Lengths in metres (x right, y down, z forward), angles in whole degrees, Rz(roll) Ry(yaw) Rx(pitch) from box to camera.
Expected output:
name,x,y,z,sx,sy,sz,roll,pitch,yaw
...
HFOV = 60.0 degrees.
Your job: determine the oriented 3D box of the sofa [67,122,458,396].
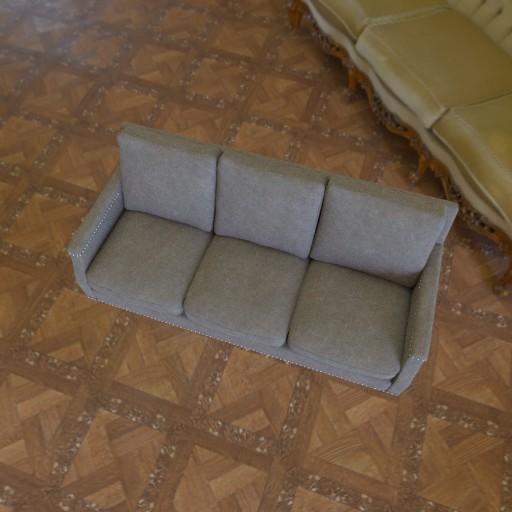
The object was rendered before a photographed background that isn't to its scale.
name,x,y,z,sx,sy,sz,roll,pitch,yaw
sofa,0.000,0.000,2.881,2.226,1.042,1.034,16,61,9
